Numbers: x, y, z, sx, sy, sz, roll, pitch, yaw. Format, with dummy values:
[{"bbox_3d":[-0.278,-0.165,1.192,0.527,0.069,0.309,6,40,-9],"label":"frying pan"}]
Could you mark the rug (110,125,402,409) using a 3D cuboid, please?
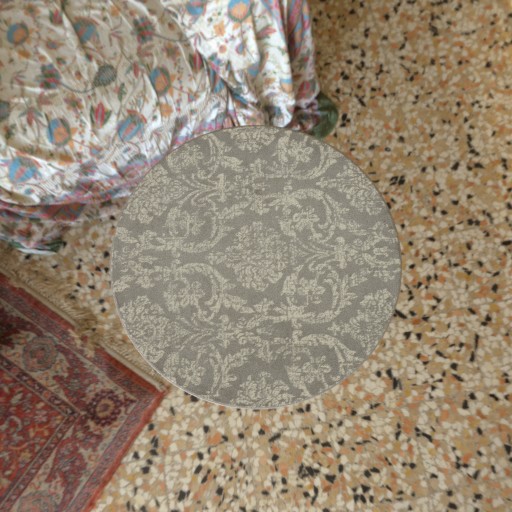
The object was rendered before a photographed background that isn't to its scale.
[{"bbox_3d":[0.000,0.000,2.426,1.593,0.012,1.593,0,76,0],"label":"rug"}]
